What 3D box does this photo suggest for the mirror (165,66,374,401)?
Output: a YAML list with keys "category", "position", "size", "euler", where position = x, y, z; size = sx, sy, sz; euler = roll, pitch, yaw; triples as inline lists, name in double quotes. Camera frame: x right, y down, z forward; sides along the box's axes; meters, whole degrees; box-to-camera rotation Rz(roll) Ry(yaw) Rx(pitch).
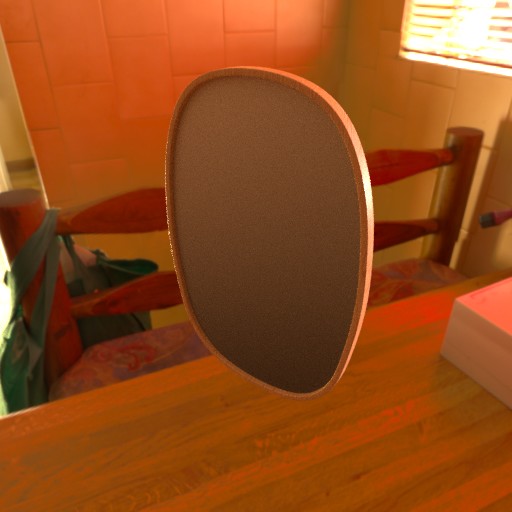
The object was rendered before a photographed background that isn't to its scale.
- category: "mirror"
  position: [0.000, 0.000, 1.362]
  size: [0.724, 1.075, 0.037]
  euler: [20, 36, 30]
